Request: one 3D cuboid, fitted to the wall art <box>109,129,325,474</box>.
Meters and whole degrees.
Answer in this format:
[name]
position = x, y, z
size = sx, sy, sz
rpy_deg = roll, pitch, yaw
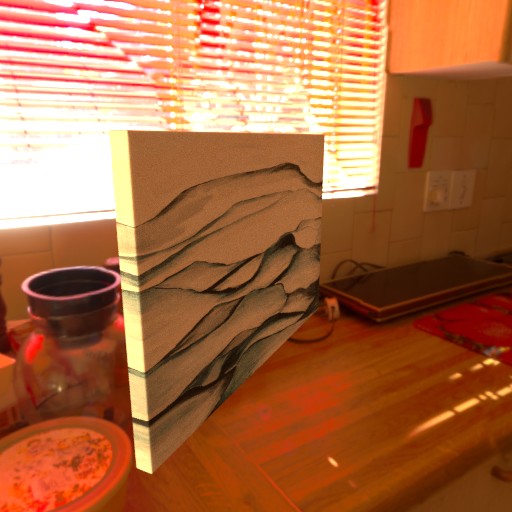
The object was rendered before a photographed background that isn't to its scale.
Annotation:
[wall art]
position = 0.000, 0.000, 1.136
size = 0.039, 0.609, 0.914
rpy_deg = 8, 17, 26
